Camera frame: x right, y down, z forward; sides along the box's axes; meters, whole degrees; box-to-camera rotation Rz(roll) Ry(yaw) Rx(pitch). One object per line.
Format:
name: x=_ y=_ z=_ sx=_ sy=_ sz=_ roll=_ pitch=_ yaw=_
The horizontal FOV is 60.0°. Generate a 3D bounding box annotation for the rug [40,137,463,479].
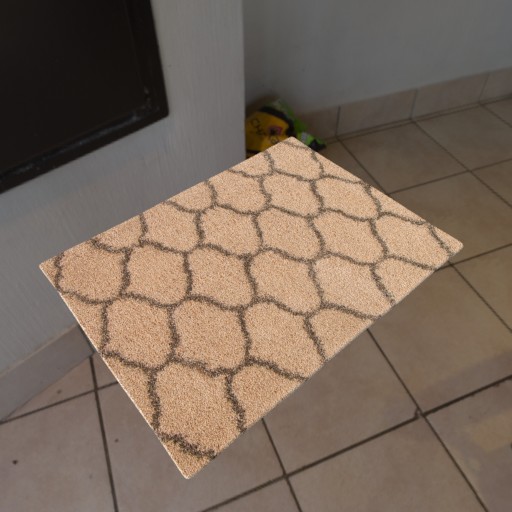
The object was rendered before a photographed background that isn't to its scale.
rug: x=0.000 y=0.000 z=2.076 sx=1.600 sy=0.025 sz=1.200 roll=-32 pitch=56 yaw=-26
